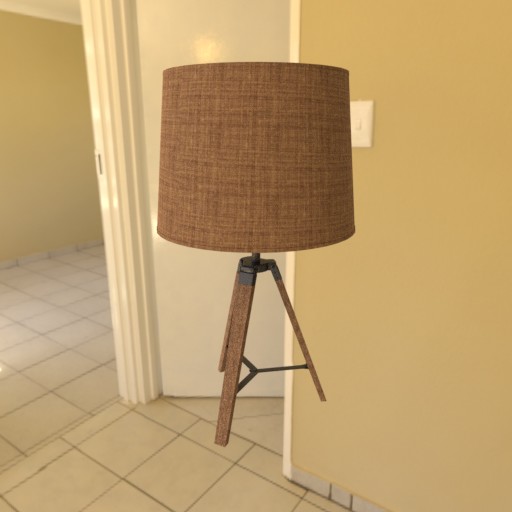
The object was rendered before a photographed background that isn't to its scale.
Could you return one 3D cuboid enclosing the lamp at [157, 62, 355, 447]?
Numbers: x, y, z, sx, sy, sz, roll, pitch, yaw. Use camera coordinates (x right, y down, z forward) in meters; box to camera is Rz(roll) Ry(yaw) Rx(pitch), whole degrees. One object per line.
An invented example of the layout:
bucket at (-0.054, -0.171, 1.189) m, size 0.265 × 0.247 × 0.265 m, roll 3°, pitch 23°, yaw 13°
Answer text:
lamp at (0.000, 0.000, 0.673) m, size 0.290 × 0.514 × 0.290 m, roll 0°, pitch 17°, yaw 0°
